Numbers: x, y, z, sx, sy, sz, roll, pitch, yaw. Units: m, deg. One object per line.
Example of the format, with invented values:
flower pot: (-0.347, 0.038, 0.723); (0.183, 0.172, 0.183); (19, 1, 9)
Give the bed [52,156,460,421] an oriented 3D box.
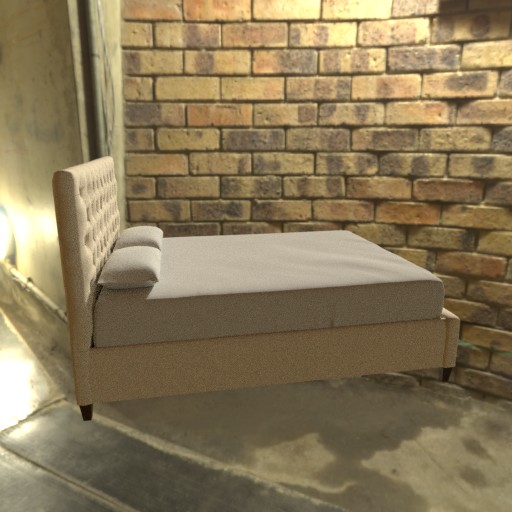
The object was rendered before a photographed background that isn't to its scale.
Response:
bed: (0.000, 0.000, 3.354); (2.387, 1.427, 1.698); (-3, 15, -10)
